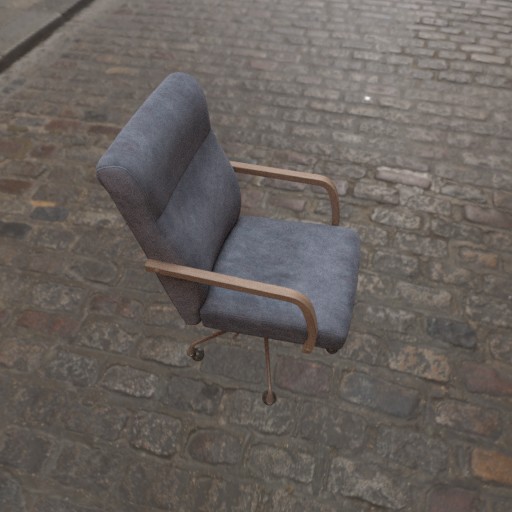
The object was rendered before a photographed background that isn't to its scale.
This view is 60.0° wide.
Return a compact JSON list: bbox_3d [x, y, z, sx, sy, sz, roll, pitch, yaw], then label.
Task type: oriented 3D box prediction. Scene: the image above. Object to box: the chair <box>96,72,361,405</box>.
[{"bbox_3d":[0.000,0.000,1.541,0.741,1.029,0.640,11,50,10],"label":"chair"}]
